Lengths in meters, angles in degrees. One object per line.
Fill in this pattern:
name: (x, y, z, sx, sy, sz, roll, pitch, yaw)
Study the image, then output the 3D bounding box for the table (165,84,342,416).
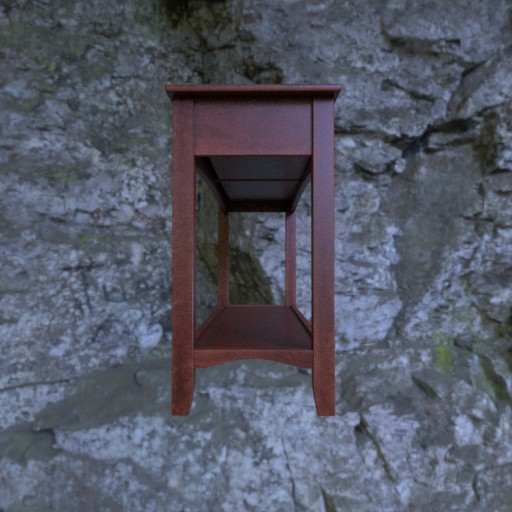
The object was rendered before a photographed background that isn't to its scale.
table: (0.000, 0.000, 1.564, 0.392, 0.739, 1.188, 0, -1, 1)
